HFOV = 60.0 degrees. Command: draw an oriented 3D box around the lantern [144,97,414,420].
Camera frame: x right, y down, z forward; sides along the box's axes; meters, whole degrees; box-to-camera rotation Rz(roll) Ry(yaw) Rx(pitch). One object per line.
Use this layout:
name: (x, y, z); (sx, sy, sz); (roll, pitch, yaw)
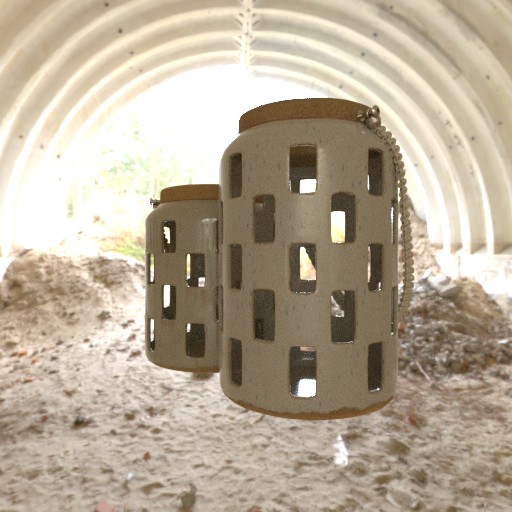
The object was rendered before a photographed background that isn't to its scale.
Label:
lantern: (0.000, 0.000, 0.494); (0.184, 0.255, 0.347); (0, 0, -36)
